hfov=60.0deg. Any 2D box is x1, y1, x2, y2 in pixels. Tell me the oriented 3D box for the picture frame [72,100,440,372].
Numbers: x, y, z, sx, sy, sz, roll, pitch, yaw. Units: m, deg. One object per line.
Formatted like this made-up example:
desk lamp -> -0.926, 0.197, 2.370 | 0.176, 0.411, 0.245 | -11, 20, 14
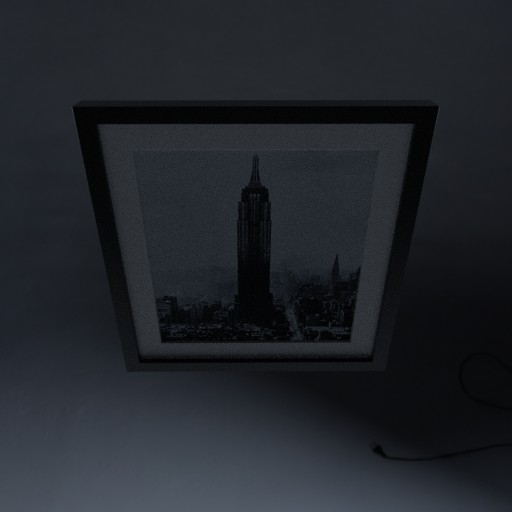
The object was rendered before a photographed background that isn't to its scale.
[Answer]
picture frame -> 0.000, 0.000, 0.530 | 0.355, 0.353, 0.029 | 0, 31, 0
